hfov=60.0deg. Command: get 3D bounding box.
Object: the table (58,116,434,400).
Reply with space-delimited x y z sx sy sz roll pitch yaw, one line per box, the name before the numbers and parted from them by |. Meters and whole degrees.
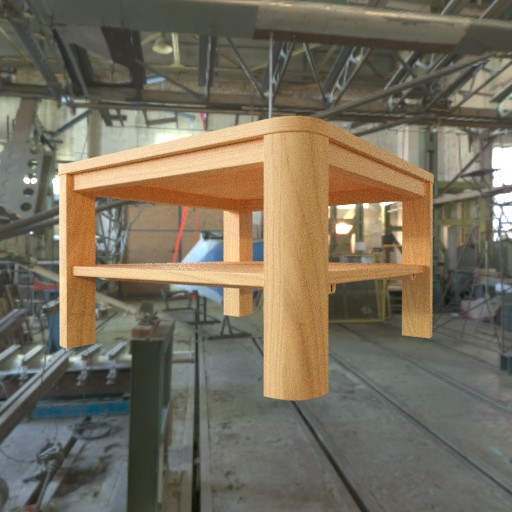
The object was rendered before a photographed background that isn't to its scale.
table | 0.000 0.000 1.197 0.750 0.450 0.750 0 1 37
